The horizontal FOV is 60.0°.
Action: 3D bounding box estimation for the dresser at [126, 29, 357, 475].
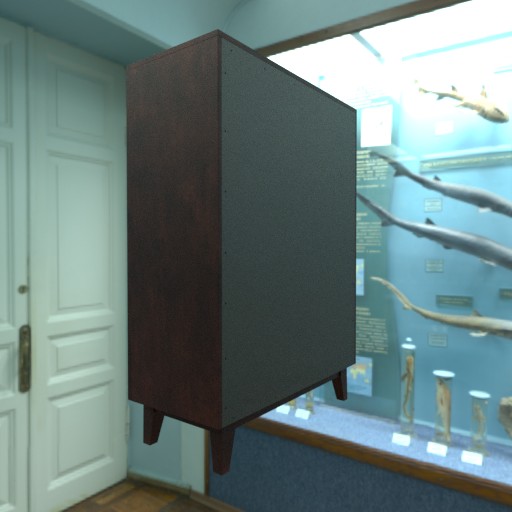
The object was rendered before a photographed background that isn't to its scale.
[{"bbox_3d":[0.000,0.000,2.049,0.506,1.514,1.072,1,1,37],"label":"dresser"}]
